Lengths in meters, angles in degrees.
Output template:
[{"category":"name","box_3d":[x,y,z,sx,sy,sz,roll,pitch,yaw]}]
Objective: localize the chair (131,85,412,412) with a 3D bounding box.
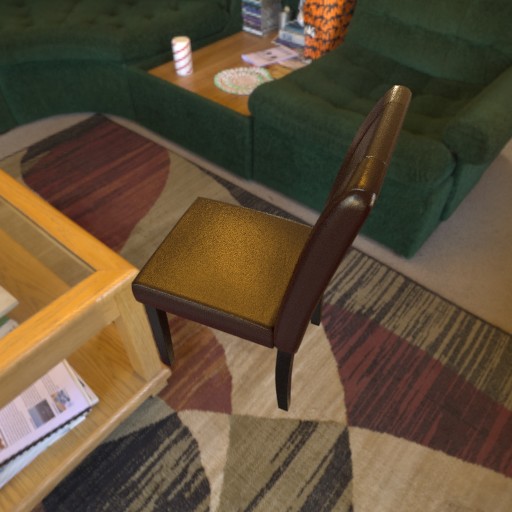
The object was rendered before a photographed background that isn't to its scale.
[{"category":"chair","box_3d":[0.000,0.000,1.190,0.556,0.897,0.399,17,49,15]}]
